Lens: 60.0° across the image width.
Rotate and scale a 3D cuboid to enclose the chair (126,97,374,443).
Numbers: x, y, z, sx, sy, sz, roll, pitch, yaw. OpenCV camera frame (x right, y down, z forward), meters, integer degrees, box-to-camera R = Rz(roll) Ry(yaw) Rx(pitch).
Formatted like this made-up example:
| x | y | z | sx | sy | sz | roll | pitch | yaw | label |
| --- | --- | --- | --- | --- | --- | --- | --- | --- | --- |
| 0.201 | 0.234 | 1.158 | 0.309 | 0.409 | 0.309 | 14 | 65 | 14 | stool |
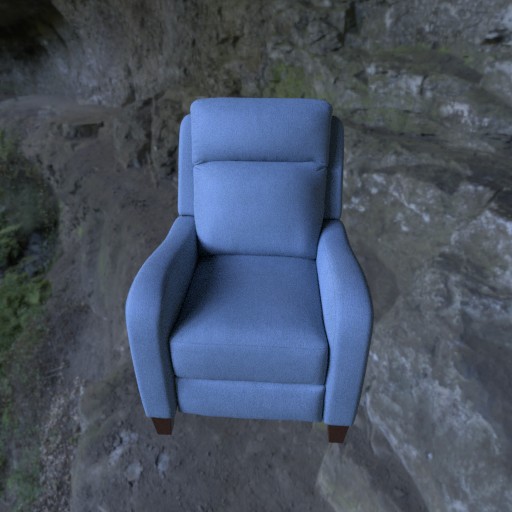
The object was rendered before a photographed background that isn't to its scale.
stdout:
| x | y | z | sx | sy | sz | roll | pitch | yaw | label |
| --- | --- | --- | --- | --- | --- | --- | --- | --- | --- |
| 0.000 | 0.000 | 1.772 | 0.785 | 1.067 | 0.988 | 2 | 31 | 3 | chair |
